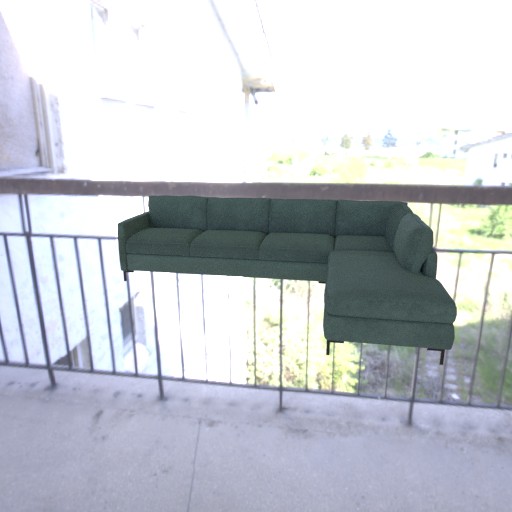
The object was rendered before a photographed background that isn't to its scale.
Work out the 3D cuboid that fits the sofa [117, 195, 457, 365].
[{"bbox_3d":[0.000,0.000,3.342,2.486,0.687,1.707,3,16,10],"label":"sofa"}]
